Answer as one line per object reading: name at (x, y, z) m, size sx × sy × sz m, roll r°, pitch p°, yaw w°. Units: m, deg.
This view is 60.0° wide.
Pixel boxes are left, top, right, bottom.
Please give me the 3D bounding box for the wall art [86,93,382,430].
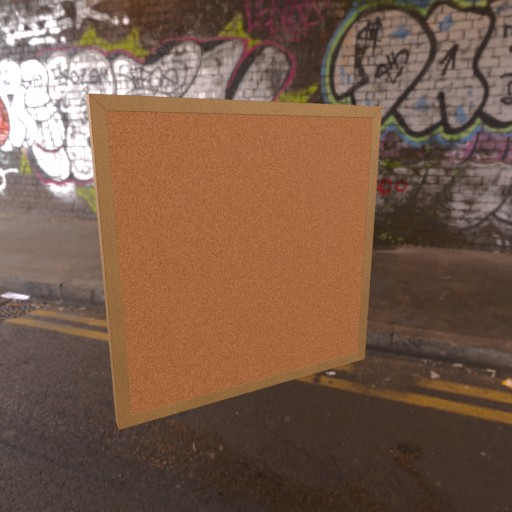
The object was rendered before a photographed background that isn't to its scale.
wall art at (0.000, 0.000, 1.156) m, size 0.763 × 0.763 × 0.037 m, roll -8°, pitch 17°, yaw -27°
